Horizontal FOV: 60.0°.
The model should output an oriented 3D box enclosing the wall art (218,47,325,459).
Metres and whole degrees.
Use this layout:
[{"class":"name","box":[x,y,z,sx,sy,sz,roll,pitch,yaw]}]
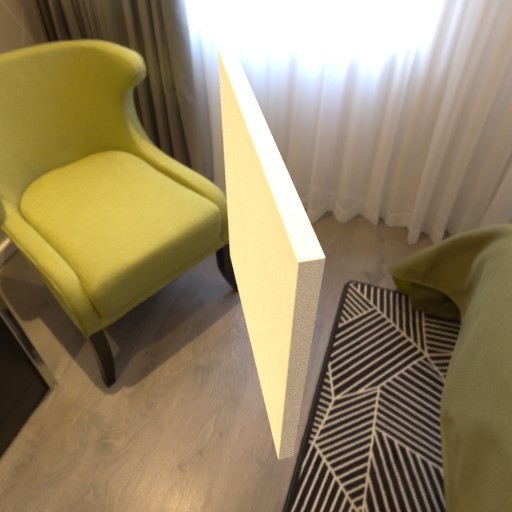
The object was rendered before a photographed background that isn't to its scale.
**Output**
[{"class":"wall art","box":[0.000,0.000,1.150,0.040,0.762,0.762,-9,47,-8]}]
